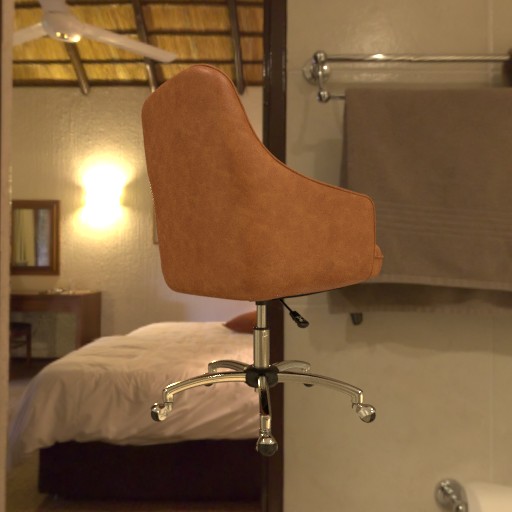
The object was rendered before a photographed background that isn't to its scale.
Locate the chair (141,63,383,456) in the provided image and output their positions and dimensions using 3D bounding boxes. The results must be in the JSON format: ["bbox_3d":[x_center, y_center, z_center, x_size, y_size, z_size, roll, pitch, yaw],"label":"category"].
[{"bbox_3d":[0.000,0.000,1.324,0.615,0.909,0.628,0,-1,-36],"label":"chair"}]
